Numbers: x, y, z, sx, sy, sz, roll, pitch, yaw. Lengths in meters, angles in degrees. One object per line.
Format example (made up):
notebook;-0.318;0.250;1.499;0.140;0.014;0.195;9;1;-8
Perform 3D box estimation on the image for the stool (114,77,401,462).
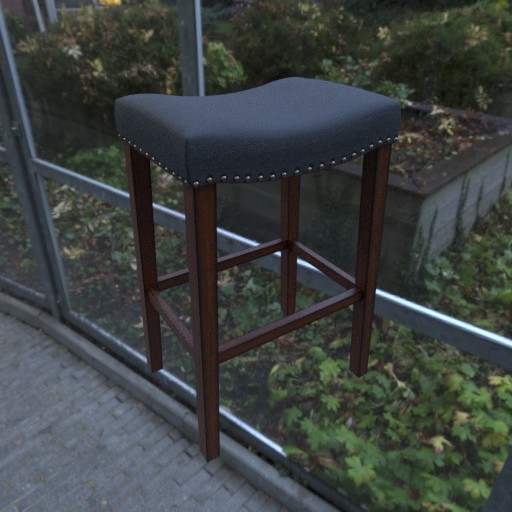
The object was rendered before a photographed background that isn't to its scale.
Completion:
stool;0.000;0.000;1.063;0.502;0.748;0.366;-18;35;-28
